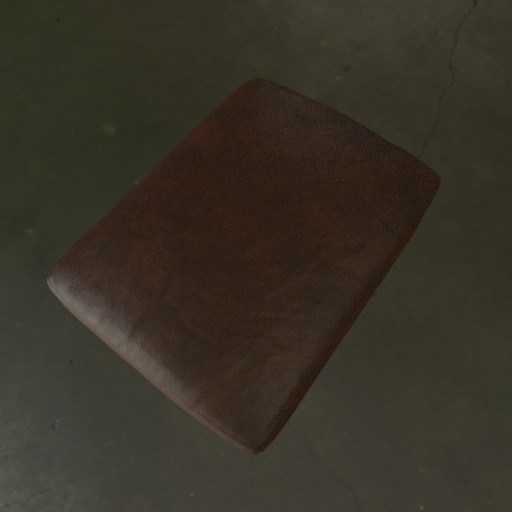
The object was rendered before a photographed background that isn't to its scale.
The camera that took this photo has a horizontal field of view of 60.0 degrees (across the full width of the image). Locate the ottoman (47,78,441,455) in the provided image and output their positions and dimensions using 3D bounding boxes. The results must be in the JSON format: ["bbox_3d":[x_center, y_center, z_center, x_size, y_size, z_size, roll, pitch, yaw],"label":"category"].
[{"bbox_3d":[0.000,0.000,1.272,0.659,0.527,0.887,34,69,15],"label":"ottoman"}]
